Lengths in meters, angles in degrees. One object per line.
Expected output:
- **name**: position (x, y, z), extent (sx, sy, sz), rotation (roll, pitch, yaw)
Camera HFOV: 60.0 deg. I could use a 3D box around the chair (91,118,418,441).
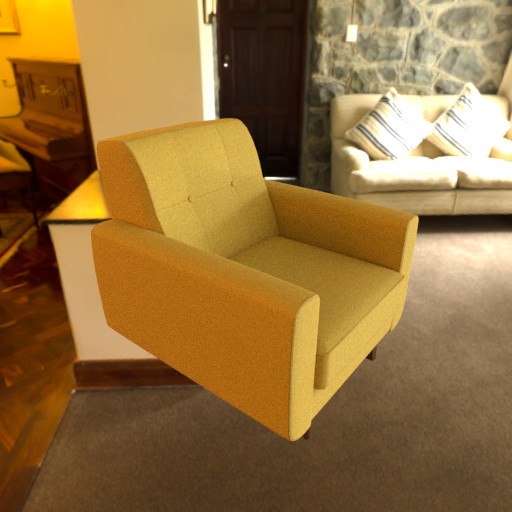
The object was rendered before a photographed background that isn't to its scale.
- **chair**: position (0.000, 0.000, 1.594), extent (0.909, 0.841, 0.831), rotation (19, 32, 33)
